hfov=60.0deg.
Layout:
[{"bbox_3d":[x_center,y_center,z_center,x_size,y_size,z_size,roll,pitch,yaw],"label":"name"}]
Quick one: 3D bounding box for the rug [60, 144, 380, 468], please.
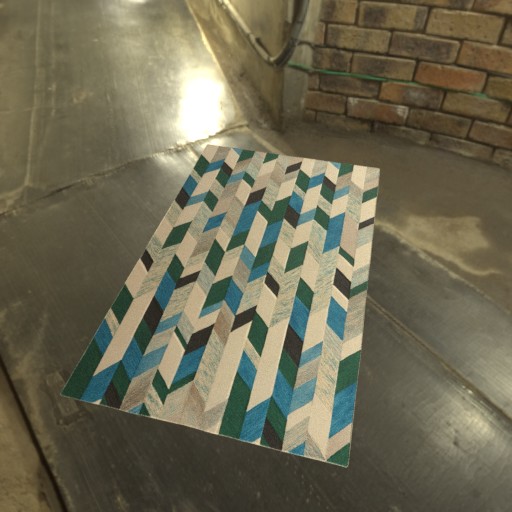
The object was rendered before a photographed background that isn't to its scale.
[{"bbox_3d":[0.000,0.000,2.988,1.507,0.007,2.433,10,47,10],"label":"rug"}]
